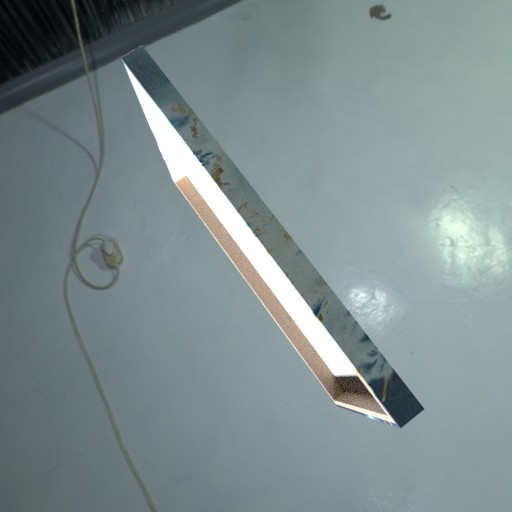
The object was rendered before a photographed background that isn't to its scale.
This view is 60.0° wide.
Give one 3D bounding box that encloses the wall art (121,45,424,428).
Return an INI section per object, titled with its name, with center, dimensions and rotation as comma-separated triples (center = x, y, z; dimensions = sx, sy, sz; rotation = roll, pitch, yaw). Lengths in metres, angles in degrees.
[wall art]
center = 0.000, 0.000, 0.762
dimensions = 0.036, 0.405, 0.607
rotation = -35, 77, -9
